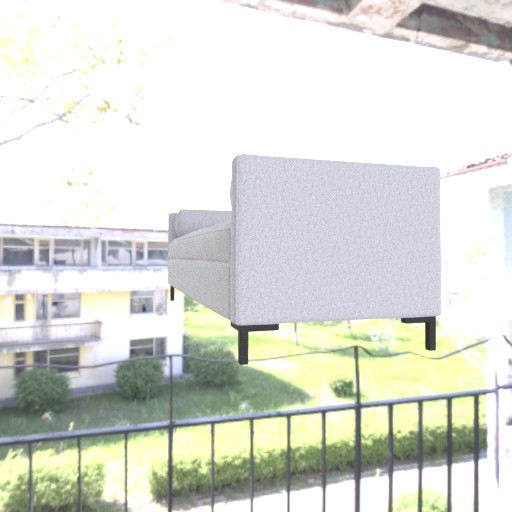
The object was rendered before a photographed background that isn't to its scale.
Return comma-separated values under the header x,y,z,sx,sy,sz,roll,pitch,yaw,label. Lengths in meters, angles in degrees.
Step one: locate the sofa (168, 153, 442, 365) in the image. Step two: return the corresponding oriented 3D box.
x,y,z,sx,sy,sz,roll,pitch,yaw,label
0.000,0.000,2.339,0.746,0.641,1.985,0,0,-17,sofa
